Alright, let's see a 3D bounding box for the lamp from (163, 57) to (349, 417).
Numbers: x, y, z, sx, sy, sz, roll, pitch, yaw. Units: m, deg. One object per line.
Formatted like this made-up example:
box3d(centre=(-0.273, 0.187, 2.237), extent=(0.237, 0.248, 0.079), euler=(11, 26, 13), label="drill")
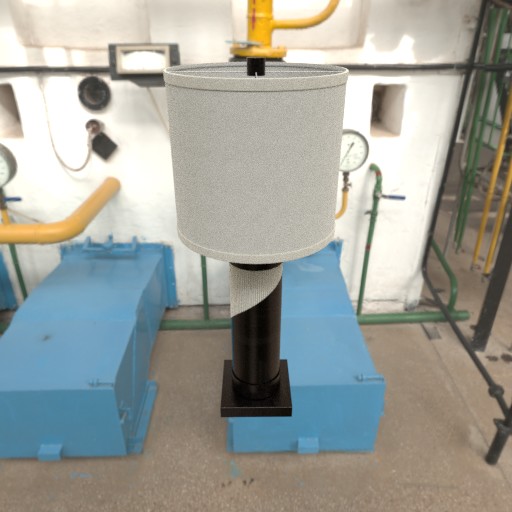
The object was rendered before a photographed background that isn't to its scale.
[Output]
box3d(centre=(0.000, 0.000, 0.622), extent=(0.211, 0.509, 0.211), euler=(0, 28, -1), label="lamp")
